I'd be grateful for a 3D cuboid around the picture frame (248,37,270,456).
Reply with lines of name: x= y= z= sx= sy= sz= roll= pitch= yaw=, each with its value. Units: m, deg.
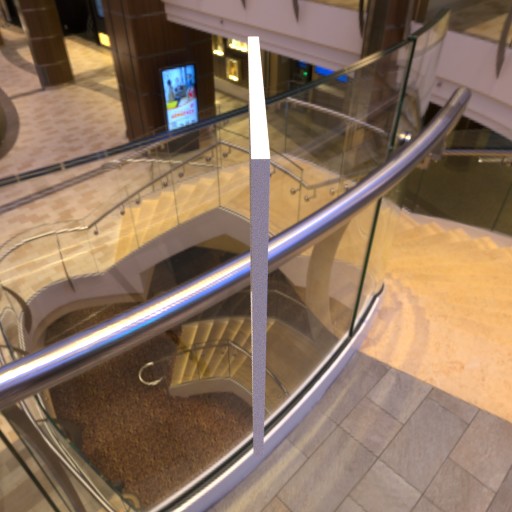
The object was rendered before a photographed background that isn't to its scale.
picture frame: x=0.000 y=0.000 z=0.559 sx=0.013 sy=0.434 sz=0.305 roll=-1 pitch=40 yaw=-1
